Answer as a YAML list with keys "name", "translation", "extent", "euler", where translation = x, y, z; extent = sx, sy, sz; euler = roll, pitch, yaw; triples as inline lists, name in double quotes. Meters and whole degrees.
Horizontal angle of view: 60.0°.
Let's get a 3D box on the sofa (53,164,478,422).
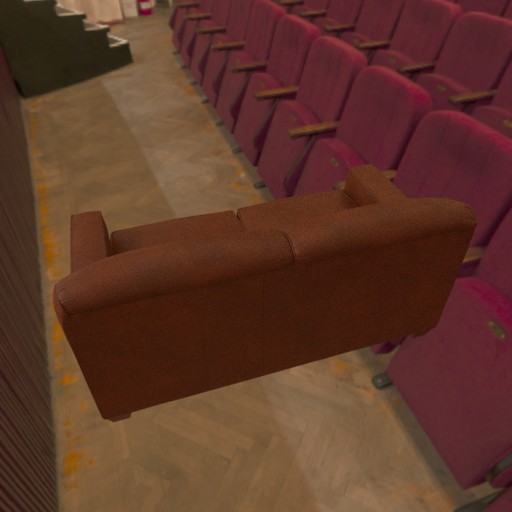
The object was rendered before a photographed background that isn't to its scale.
- name: "sofa"
  translation: [0.000, 0.000, 2.386]
  extent: [1.856, 0.966, 1.000]
  euler: [-12, 42, -13]
